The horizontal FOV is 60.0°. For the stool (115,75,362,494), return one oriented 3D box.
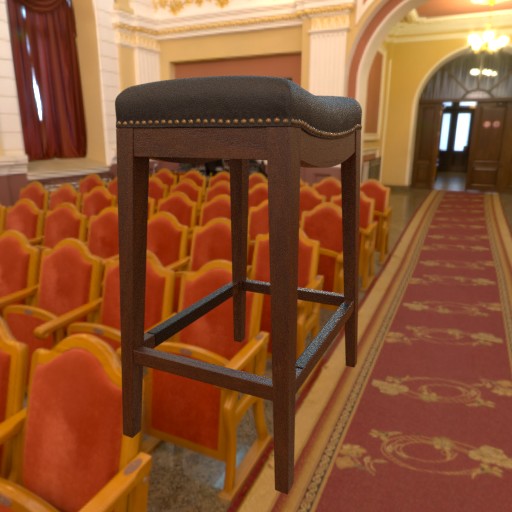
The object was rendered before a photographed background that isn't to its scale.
[{"bbox_3d":[0.000,0.000,0.936,0.353,0.664,0.490,7,17,25],"label":"stool"}]
